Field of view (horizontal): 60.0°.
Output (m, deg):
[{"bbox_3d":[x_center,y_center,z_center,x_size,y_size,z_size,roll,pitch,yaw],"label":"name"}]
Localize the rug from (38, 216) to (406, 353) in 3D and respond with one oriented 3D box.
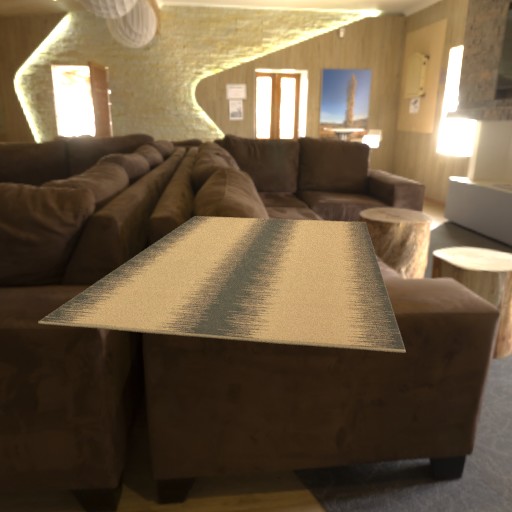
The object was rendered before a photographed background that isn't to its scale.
[{"bbox_3d":[0.000,0.000,2.312,1.234,0.006,1.854,3,17,9],"label":"rug"}]
